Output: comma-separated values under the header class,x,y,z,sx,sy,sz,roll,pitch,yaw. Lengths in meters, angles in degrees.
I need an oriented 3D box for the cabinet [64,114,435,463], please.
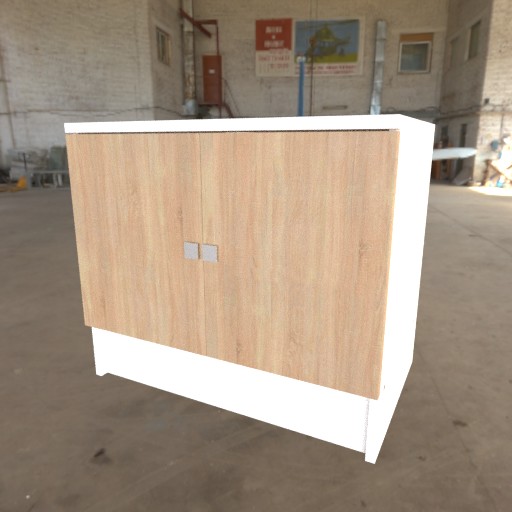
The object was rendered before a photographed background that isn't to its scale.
class,x,y,z,sx,sy,sz,roll,pitch,yaw
cabinet,0.000,0.000,0.913,0.600,0.522,0.400,7,16,26
